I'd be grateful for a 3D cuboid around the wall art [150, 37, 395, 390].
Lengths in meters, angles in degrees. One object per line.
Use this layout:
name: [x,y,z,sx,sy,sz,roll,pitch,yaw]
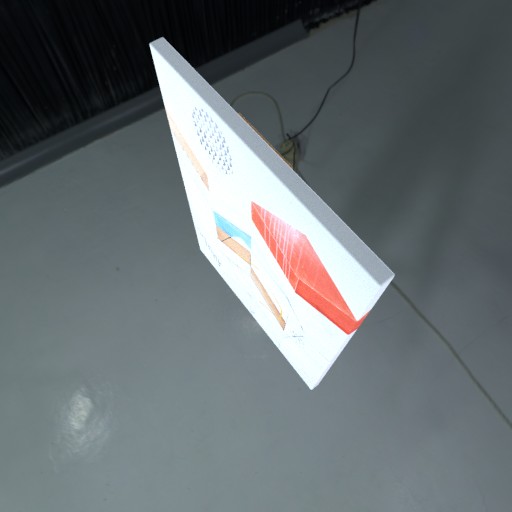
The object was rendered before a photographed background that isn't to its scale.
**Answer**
wall art: [0.000,0.000,1.102,0.036,0.848,0.613,-34,69,-15]
